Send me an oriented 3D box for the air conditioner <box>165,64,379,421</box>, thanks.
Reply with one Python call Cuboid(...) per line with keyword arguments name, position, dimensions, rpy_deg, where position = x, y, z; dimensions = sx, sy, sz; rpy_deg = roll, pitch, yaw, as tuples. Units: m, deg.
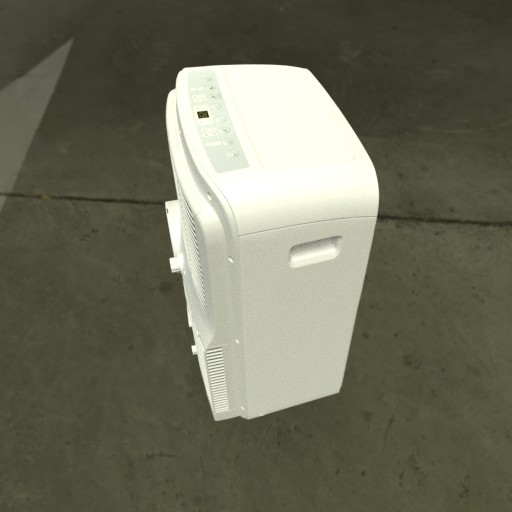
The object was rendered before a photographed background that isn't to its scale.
Cuboid(name="air conditioner", position=(0.000, 0.000, 0.962), dimensions=(0.365, 0.700, 0.454), rpy_deg=(-10, 49, -9))
